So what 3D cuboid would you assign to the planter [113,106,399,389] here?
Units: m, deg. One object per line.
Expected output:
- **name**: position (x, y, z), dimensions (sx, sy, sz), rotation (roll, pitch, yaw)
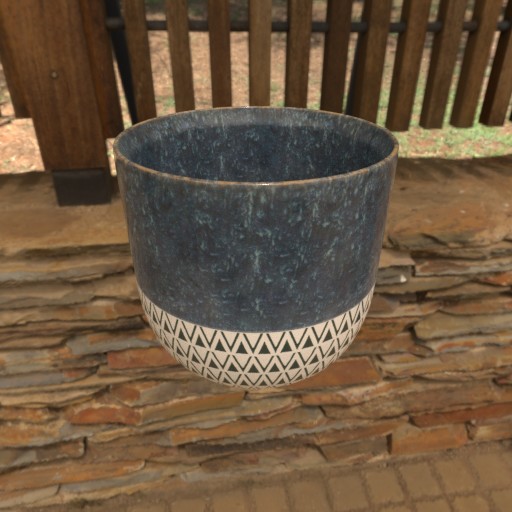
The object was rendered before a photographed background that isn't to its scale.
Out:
- **planter**: position (0.000, 0.000, 0.493), dimensions (0.266, 0.270, 0.266), rotation (0, 30, 0)
